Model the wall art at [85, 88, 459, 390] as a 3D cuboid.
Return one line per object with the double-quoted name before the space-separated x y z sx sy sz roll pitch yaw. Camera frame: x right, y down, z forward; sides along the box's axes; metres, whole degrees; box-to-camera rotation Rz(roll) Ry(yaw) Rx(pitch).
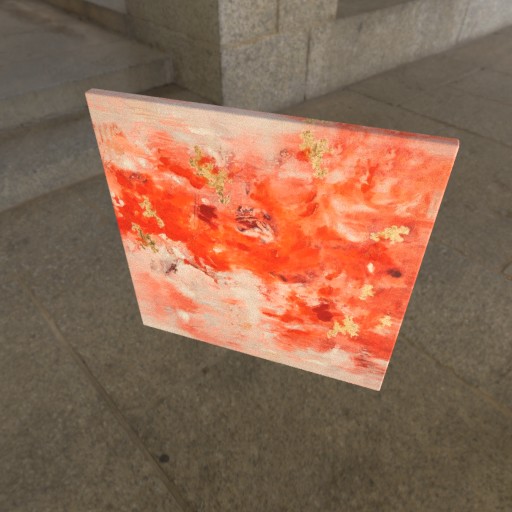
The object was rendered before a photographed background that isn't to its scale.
"wall art" 0.000 0.000 1.299 0.878 0.878 0.066 13 42 14
